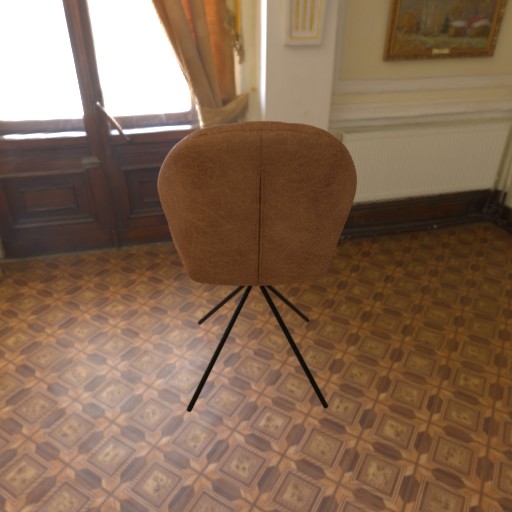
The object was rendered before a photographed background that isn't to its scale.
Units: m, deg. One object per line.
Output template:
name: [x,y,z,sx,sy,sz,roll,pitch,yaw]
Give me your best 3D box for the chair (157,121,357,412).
chair: [0.000,0.000,1.326,0.527,0.929,0.640,-1,30,-2]
